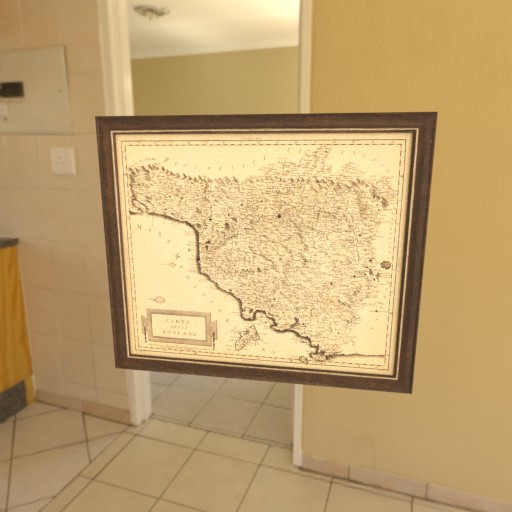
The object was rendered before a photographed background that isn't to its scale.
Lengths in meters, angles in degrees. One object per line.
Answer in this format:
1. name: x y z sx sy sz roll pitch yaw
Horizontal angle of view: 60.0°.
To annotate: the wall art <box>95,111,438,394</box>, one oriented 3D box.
1. wall art: 0.000 0.000 1.434 1.033 0.875 0.023 2 14 10
